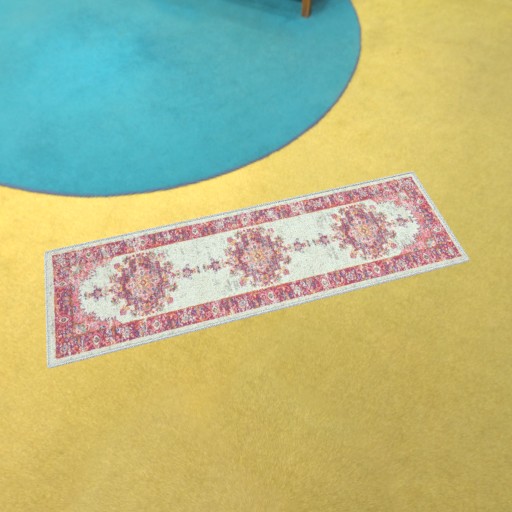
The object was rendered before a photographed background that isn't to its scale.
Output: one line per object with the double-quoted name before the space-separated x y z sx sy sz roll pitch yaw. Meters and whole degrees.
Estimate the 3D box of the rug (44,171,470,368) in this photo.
"rug" 0.000 0.000 1.982 1.824 0.009 0.562 -13 58 -8
